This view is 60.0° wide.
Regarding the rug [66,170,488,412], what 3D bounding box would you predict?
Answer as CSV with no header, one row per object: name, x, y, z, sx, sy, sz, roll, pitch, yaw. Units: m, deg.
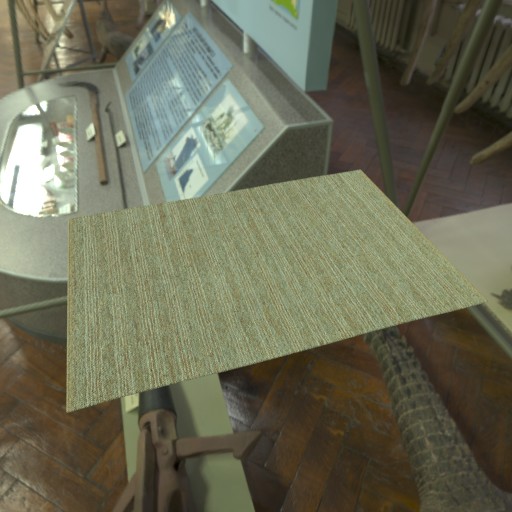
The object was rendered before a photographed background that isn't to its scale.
rug,0.000,0.000,2.254,1.824,0.010,1.240,-12,42,-13
